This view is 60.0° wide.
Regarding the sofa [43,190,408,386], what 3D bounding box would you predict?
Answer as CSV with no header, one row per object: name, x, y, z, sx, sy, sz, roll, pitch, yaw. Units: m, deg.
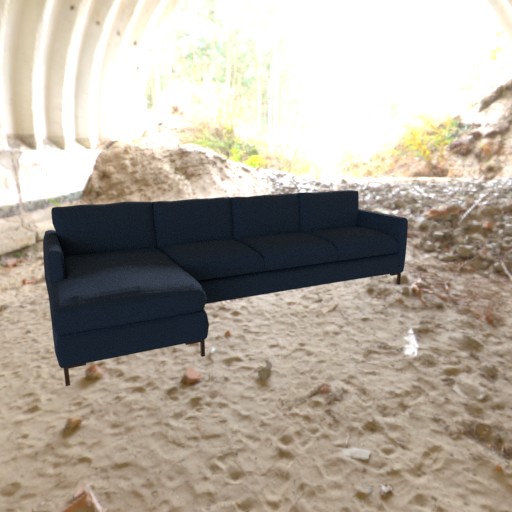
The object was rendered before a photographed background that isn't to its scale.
sofa,0.000,0.000,2.838,2.450,0.679,1.128,-7,16,-26
